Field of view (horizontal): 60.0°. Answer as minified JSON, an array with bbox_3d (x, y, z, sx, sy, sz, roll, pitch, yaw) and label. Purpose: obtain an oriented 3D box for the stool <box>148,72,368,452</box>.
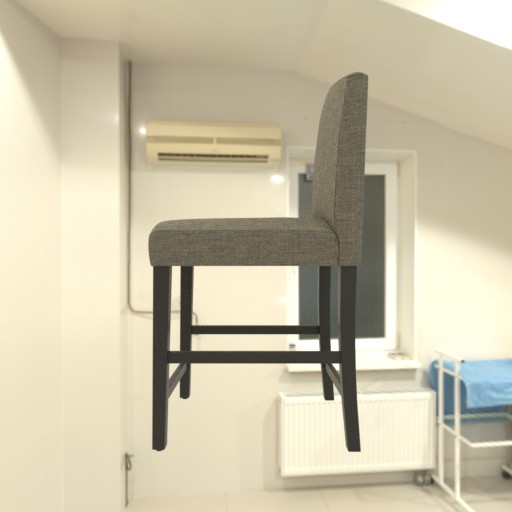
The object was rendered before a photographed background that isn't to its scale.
[{"bbox_3d":[0.000,0.000,1.295,0.552,0.966,0.451,0,1,0],"label":"stool"}]
